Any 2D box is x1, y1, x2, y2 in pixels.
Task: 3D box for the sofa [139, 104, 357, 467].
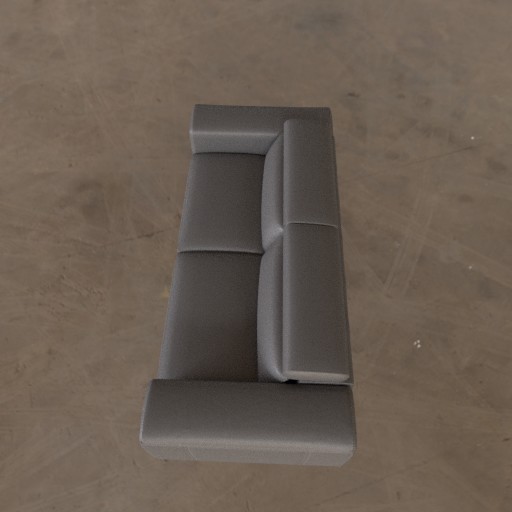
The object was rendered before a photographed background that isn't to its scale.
[{"bbox_3d":[0.000,0.000,2.771,1.023,0.759,2.321,2,58,1],"label":"sofa"}]
